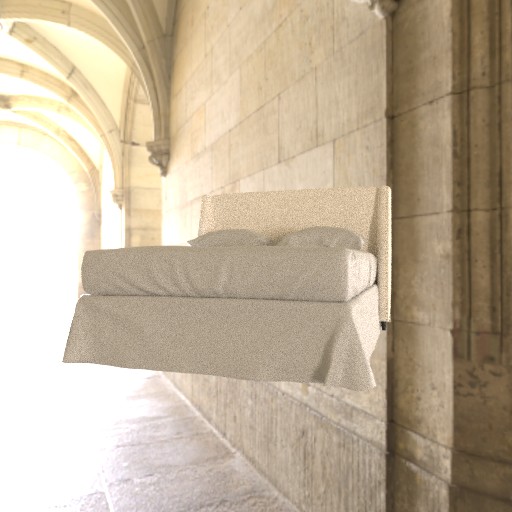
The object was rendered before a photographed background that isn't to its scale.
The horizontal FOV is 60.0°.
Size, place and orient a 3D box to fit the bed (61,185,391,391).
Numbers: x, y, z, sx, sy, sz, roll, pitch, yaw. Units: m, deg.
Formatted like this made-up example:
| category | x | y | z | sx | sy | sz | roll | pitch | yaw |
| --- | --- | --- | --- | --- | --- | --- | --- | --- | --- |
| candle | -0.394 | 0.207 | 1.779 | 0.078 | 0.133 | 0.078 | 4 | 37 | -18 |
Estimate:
| category | x | y | z | sx | sy | sz | roll | pitch | yaw |
| --- | --- | --- | --- | --- | --- | --- | --- | --- | --- |
| bed | 0.000 | 0.000 | 3.417 | 1.925 | 1.332 | 2.276 | 0 | -1 | 19 |
